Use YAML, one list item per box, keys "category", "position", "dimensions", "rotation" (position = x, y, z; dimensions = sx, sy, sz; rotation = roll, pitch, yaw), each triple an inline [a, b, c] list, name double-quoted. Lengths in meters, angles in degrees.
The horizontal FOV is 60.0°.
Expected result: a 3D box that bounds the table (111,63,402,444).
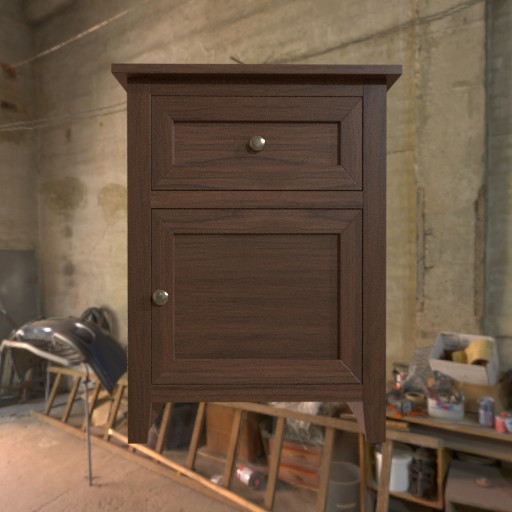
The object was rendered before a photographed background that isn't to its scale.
- category: "table"
  position: [0.000, 0.000, 0.923]
  dimensions: [0.480, 0.636, 0.381]
  rotation: [0, 0, -1]
